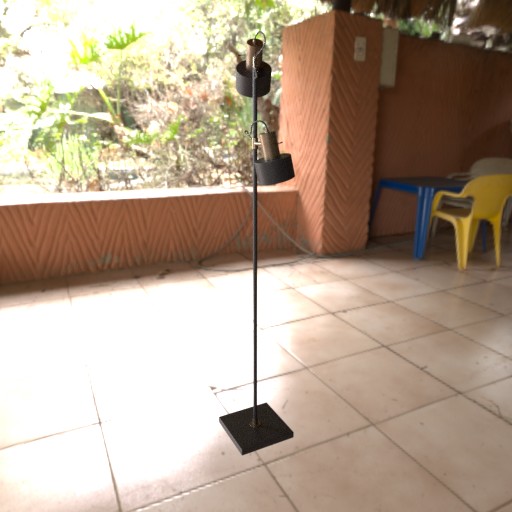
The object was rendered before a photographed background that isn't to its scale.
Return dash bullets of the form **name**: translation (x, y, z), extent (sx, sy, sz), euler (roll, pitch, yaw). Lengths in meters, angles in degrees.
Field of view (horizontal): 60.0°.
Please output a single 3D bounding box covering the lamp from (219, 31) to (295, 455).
- **lamp**: translation (0.000, 0.000, 1.638), extent (0.233, 1.505, 0.315), euler (-8, 17, -26)
